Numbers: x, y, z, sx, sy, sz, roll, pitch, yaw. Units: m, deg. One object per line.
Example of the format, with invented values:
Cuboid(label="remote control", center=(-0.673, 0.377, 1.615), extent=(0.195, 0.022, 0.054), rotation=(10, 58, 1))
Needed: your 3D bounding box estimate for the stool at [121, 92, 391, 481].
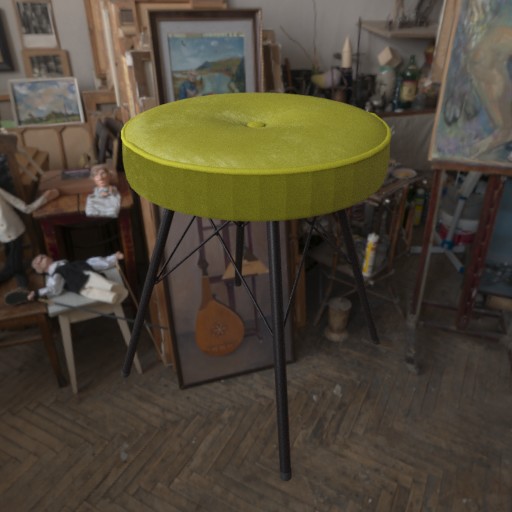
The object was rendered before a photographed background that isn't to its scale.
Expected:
Cuboid(label="stool", center=(0.000, 0.000, 0.809), extent=(0.409, 0.508, 0.409), rotation=(20, 37, 29))
